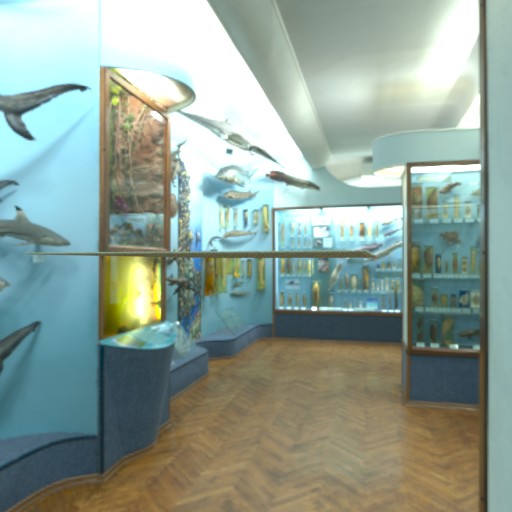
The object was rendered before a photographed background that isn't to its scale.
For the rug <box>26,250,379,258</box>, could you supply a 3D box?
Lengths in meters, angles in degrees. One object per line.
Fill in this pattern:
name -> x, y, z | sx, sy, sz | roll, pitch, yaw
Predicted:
rug -> 0.000, 0.000, 2.196 | 1.143, 0.006, 1.747 | 0, -1, 16
